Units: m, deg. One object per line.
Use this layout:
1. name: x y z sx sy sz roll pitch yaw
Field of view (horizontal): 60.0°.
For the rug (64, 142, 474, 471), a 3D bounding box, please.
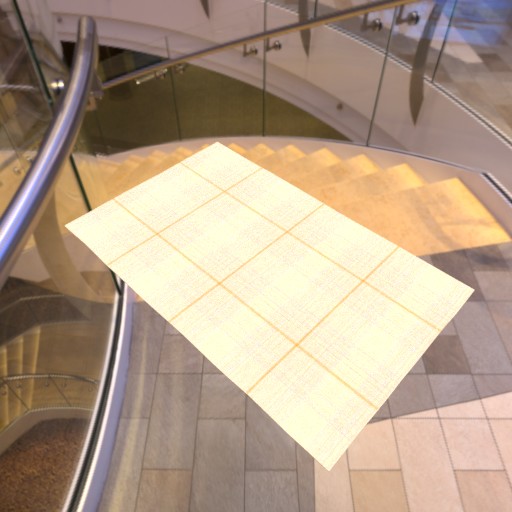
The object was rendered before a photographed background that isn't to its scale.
1. rug: 0.000 0.000 3.054 2.442 0.016 1.527 35 57 28
